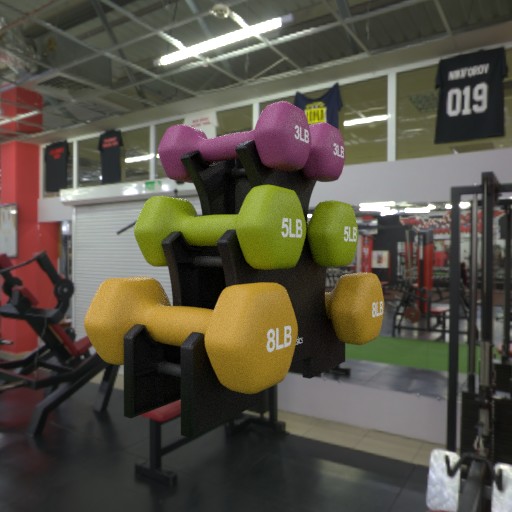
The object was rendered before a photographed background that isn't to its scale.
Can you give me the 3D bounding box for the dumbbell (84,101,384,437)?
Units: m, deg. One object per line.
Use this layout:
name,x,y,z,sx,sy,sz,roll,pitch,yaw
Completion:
dumbbell,0.000,0.000,0.470,0.190,0.271,0.300,0,1,35
